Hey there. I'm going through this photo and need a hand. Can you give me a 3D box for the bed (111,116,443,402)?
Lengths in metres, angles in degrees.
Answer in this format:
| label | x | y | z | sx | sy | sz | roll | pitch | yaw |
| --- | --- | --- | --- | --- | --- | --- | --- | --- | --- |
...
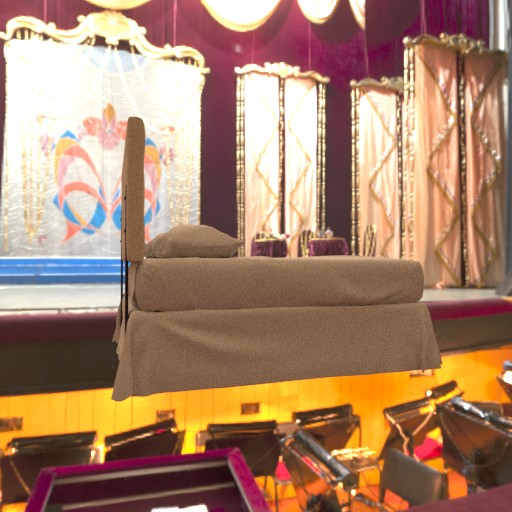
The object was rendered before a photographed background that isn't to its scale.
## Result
| label | x | y | z | sx | sy | sz | roll | pitch | yaw |
| --- | --- | --- | --- | --- | --- | --- | --- | --- | --- |
| bed | 0.000 | 0.000 | 3.591 | 2.222 | 1.577 | 1.936 | 0 | -1 | -18 |
